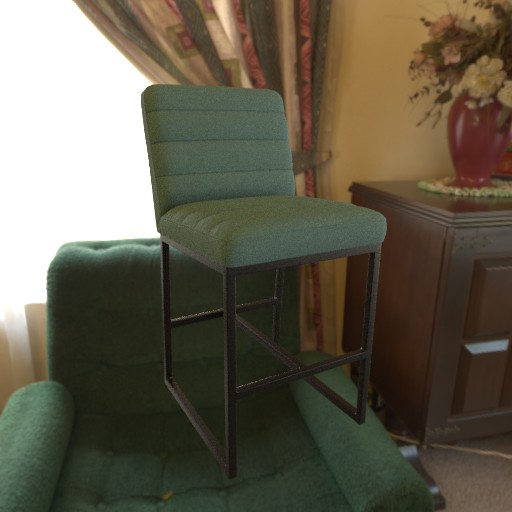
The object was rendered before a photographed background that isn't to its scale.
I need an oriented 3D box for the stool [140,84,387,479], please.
[{"bbox_3d":[0.000,0.000,1.261,0.460,0.940,0.560,-9,18,-28],"label":"stool"}]
